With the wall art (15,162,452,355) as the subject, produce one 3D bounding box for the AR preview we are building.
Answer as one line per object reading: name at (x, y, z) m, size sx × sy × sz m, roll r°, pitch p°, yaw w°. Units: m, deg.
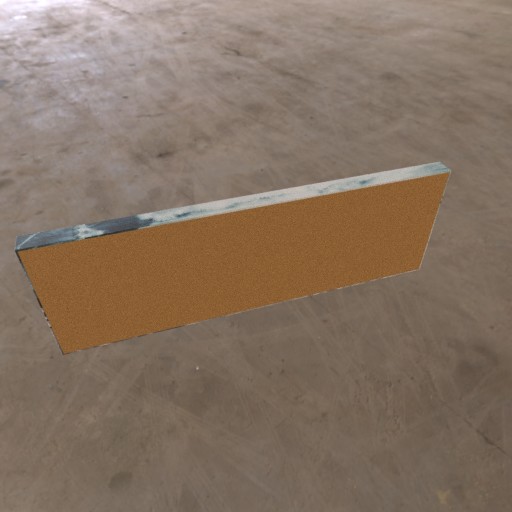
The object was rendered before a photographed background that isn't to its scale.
wall art at (0.000, 0.000, 0.835) m, size 0.759 × 0.251 × 0.037 m, roll -12°, pitch 42°, yaw -14°
